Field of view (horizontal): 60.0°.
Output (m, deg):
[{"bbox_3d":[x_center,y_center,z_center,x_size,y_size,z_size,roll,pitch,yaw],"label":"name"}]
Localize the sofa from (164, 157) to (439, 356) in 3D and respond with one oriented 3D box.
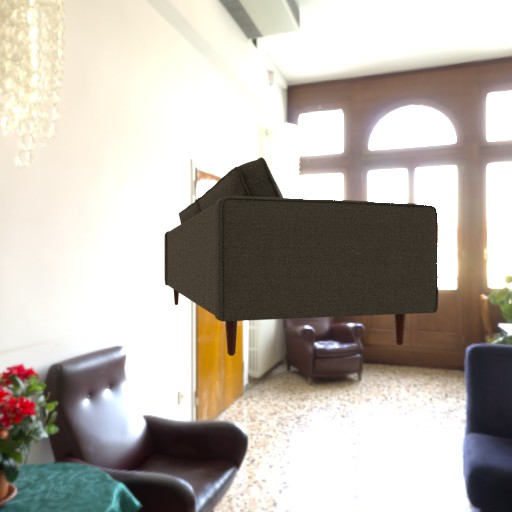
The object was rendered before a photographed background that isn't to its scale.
[{"bbox_3d":[0.000,0.000,2.682,0.914,0.762,2.198,0,0,-17],"label":"sofa"}]
